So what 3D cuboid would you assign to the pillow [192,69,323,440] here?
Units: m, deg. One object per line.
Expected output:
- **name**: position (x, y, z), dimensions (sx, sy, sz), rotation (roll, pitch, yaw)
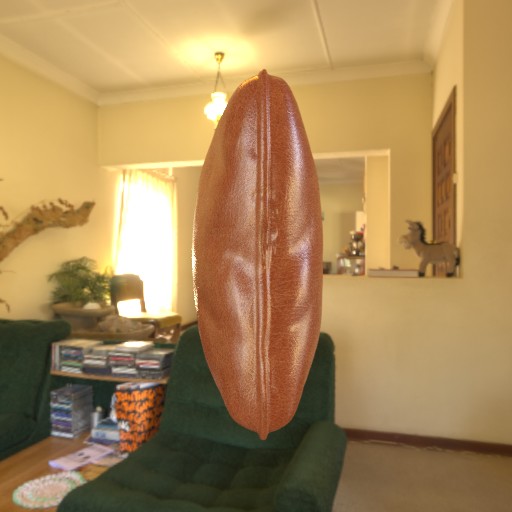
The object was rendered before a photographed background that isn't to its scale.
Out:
- **pillow**: position (0.000, 0.000, 0.843), dimensions (0.236, 0.523, 0.532), rotation (0, 0, -1)
